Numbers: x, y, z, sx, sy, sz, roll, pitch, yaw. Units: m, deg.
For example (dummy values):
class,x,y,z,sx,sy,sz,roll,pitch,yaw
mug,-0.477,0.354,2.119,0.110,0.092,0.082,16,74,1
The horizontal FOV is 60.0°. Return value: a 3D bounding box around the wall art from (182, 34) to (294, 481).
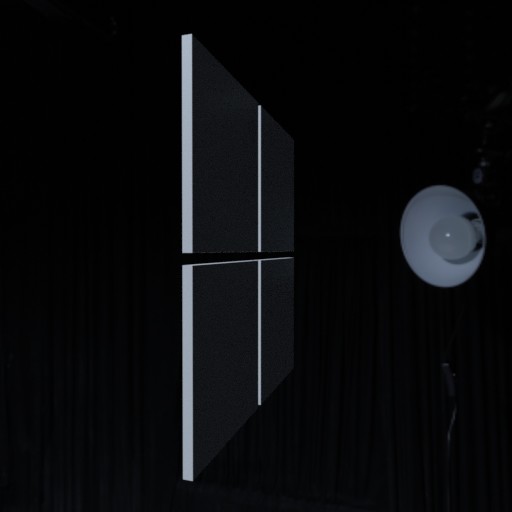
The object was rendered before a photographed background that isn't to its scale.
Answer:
class,x,y,z,sx,sy,sz,roll,pitch,yaw
wall art,0.000,0.000,1.645,0.029,1.118,1.118,0,1,18
